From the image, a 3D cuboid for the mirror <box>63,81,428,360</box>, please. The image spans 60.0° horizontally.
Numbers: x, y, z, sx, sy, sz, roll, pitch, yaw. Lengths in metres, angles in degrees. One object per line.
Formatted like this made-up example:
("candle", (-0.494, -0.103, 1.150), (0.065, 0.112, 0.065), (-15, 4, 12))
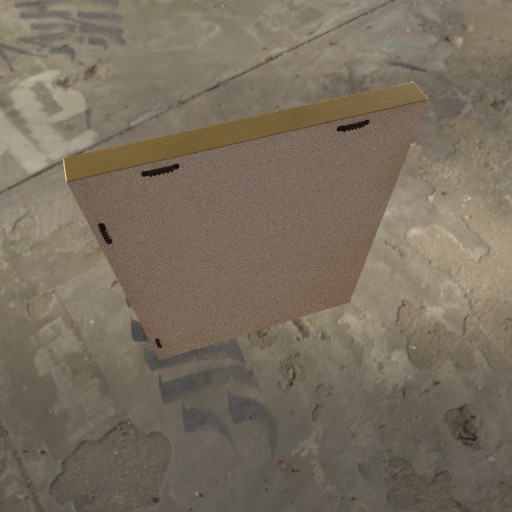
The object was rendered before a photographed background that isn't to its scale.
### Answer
("mirror", (0.000, 0.000, 0.693), (0.405, 0.508, 0.041), (-15, 58, -10))
